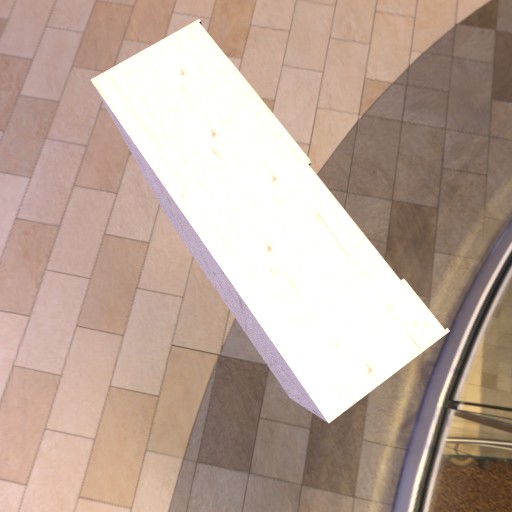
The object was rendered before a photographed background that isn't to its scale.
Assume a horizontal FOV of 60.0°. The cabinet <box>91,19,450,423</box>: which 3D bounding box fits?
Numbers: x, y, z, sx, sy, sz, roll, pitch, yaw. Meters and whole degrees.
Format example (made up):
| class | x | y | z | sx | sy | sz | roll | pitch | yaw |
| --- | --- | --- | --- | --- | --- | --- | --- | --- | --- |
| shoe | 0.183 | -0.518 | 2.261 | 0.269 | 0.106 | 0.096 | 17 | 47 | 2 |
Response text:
| class | x | y | z | sx | sy | sz | roll | pitch | yaw |
| --- | --- | --- | --- | --- | --- | --- | --- | --- | --- |
| cabinet | 0.000 | 0.000 | 3.142 | 0.660 | 2.180 | 2.000 | -34 | 77 | -9 |
